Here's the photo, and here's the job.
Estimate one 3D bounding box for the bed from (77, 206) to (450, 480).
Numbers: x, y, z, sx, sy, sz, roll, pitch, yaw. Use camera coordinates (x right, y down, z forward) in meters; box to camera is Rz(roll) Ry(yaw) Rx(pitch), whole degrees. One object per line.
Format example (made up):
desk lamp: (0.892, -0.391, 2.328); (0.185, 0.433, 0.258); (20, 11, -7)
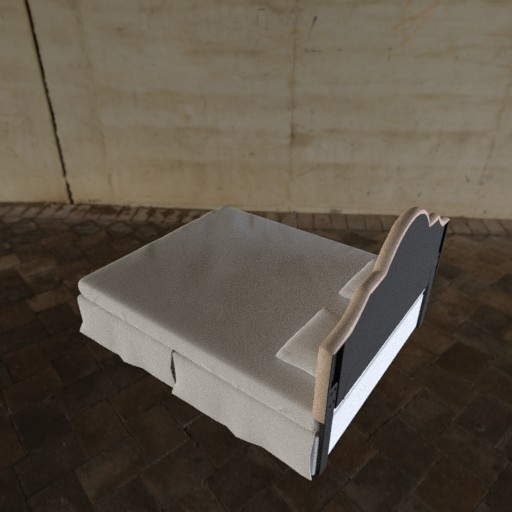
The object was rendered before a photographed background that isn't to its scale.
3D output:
bed: (0.000, 0.000, 2.965); (1.970, 1.194, 1.667); (21, 37, 31)
